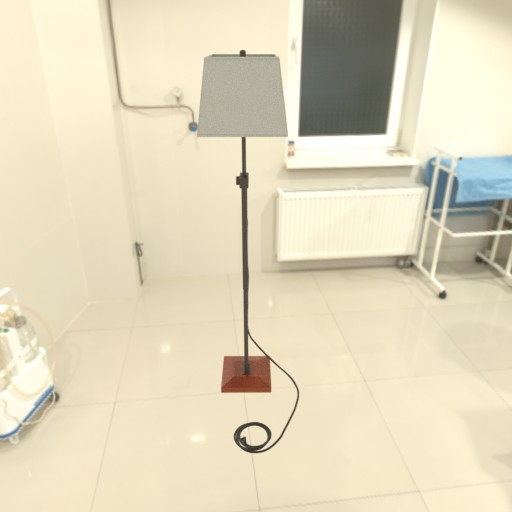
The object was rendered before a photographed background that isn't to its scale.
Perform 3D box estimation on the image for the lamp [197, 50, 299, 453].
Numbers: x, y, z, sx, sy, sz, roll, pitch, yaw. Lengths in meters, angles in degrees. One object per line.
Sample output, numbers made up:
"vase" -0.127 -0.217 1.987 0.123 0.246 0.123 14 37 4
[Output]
"lamp" 0.000 0.000 2.038 0.472 1.712 0.745 0 26 0
